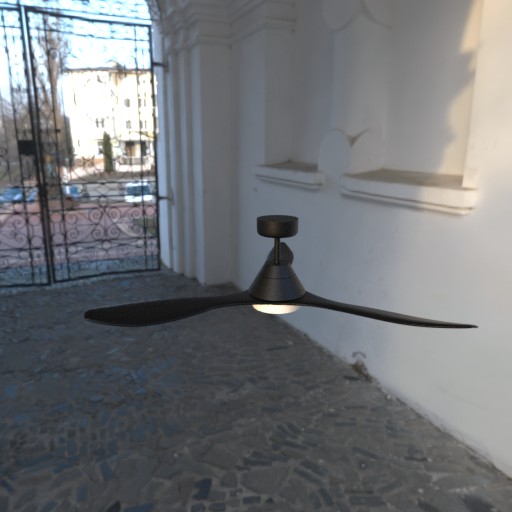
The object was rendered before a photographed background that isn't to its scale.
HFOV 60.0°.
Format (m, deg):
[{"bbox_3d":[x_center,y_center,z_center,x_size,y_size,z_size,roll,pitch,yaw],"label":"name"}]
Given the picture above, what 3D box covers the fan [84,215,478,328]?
[{"bbox_3d":[0.000,0.000,1.595,1.067,0.305,1.067,-2,15,-7],"label":"fan"}]
